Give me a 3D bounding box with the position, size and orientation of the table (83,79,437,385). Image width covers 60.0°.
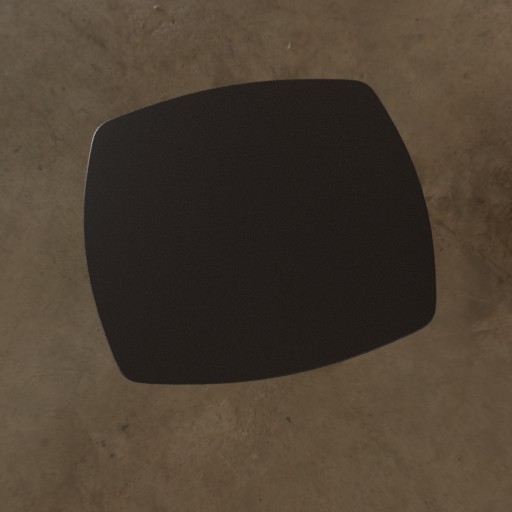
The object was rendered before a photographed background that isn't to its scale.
[{"bbox_3d":[0.000,0.000,0.873,0.508,0.457,0.457,-10,76,-3],"label":"table"}]
